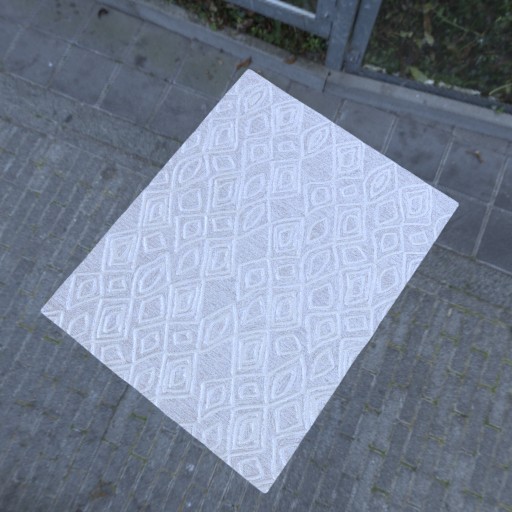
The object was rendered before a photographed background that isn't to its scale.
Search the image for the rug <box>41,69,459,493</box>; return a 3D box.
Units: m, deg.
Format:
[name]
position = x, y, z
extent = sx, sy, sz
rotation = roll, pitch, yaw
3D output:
[rug]
position = 0.000, 0.000, 3.981
extent = 2.449, 0.025, 3.049
rotation = 36, 78, 8
